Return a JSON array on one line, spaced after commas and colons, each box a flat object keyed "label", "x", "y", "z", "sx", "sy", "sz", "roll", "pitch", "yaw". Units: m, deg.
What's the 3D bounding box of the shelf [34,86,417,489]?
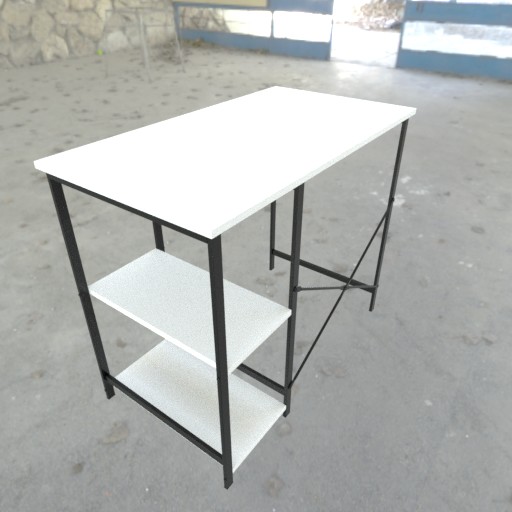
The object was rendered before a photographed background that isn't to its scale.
[{"label": "shelf", "x": 0.000, "y": 0.000, "z": 1.315, "sx": 0.498, "sy": 0.750, "sz": 0.902, "roll": 22, "pitch": 39, "yaw": 30}]
